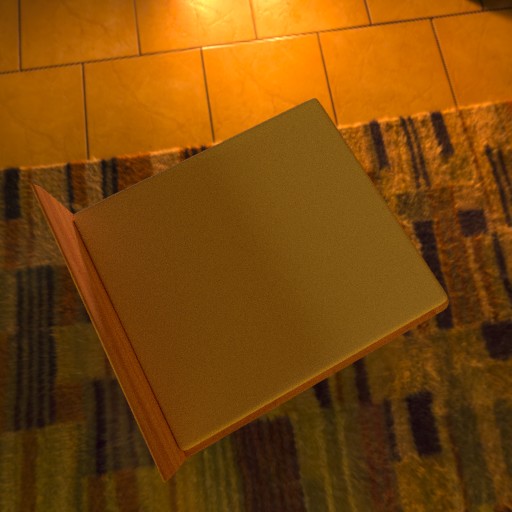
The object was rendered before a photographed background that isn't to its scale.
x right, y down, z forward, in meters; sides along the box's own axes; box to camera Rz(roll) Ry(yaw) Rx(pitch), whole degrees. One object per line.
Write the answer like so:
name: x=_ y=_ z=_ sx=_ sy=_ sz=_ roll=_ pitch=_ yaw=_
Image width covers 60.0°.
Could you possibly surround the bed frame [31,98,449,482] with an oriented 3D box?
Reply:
bed frame: x=0.000 y=0.000 z=3.056 sx=2.092 sy=0.940 sz=1.872 roll=-28 pitch=77 yaw=-7
